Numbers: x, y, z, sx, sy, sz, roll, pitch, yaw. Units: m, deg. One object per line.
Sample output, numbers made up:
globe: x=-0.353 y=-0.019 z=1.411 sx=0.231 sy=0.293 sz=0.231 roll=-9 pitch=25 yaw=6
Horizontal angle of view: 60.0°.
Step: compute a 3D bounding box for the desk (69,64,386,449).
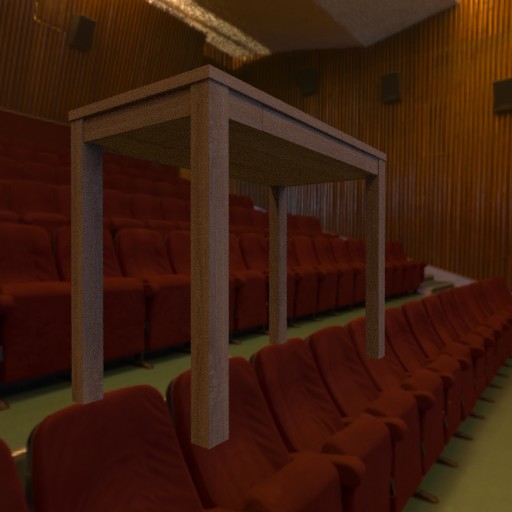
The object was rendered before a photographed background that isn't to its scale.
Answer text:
desk: x=0.000 y=0.000 z=1.420 sx=0.495 sy=0.762 sz=0.991 roll=0 pitch=1 yaw=36
